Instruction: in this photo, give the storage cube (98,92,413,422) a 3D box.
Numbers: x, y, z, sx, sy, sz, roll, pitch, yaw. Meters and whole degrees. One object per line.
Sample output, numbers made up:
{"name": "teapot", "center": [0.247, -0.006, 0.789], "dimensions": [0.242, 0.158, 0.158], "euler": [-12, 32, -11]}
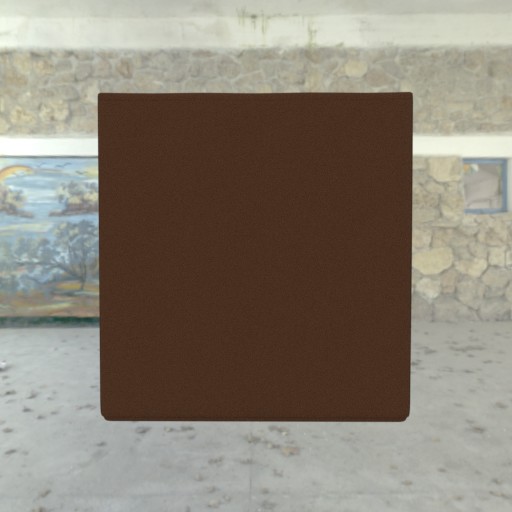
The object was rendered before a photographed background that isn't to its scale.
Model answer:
{"name": "storage cube", "center": [0.000, 0.000, 0.506], "dimensions": [0.270, 0.280, 0.270], "euler": [0, 1, 0]}
